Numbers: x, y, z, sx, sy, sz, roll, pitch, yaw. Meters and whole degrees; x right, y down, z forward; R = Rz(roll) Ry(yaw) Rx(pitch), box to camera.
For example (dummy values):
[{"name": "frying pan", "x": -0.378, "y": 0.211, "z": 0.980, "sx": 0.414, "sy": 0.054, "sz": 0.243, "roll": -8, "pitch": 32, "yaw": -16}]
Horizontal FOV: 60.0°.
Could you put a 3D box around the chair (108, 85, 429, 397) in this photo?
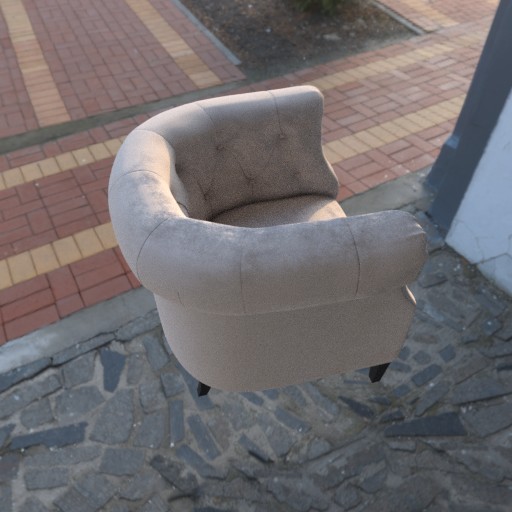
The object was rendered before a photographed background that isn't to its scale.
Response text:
[{"name": "chair", "x": 0.000, "y": 0.000, "z": 1.542, "sx": 0.851, "sy": 0.826, "sz": 0.904, "roll": -10, "pitch": 47, "yaw": -10}]
